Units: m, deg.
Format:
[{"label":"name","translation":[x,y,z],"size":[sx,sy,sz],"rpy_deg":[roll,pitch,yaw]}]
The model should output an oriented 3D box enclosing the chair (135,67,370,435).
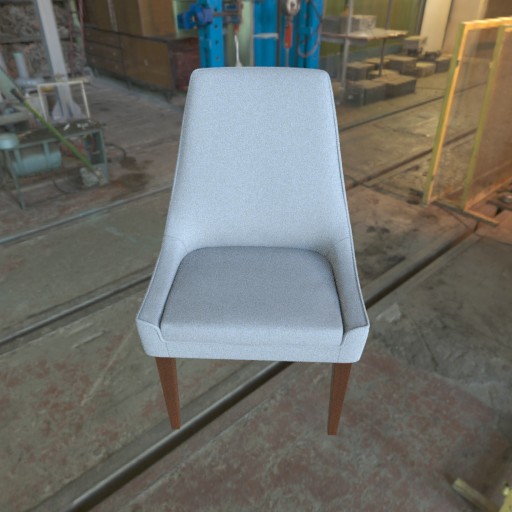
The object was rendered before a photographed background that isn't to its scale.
[{"label":"chair","translation":[0.000,0.000,1.192],"size":[0.529,0.861,0.544],"rpy_deg":[1,33,2]}]
